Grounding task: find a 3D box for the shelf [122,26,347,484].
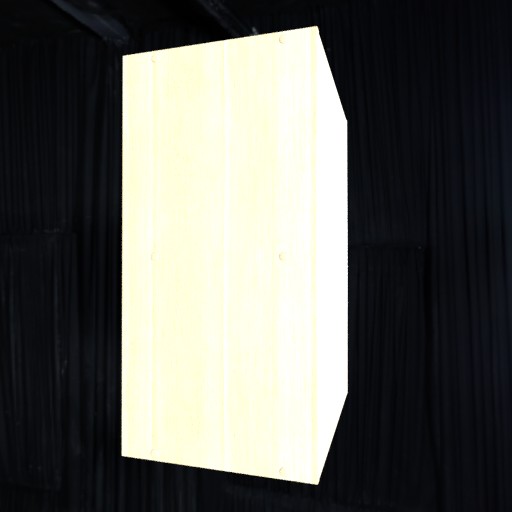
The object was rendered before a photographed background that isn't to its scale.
[{"bbox_3d":[0.000,0.000,0.810,0.290,0.592,0.414,0,-1,17],"label":"shelf"}]
